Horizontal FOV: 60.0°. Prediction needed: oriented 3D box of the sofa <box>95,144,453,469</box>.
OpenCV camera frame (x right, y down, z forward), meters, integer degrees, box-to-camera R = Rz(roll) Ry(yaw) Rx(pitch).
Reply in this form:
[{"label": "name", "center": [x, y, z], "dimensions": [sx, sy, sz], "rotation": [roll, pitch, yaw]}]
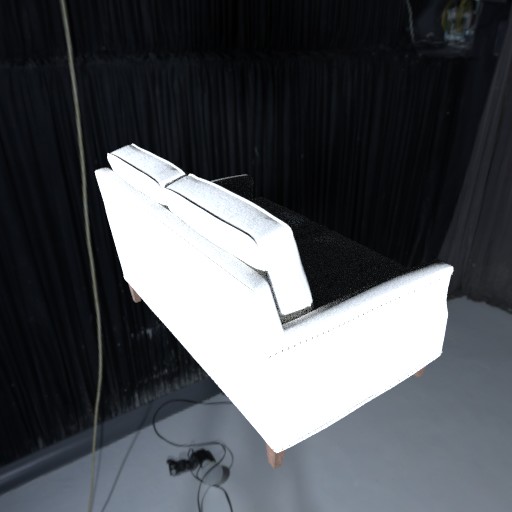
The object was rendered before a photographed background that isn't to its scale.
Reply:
[{"label": "sofa", "center": [0.000, 0.000, 2.253], "dimensions": [1.084, 1.003, 1.597], "rotation": [-18, 32, -31]}]
